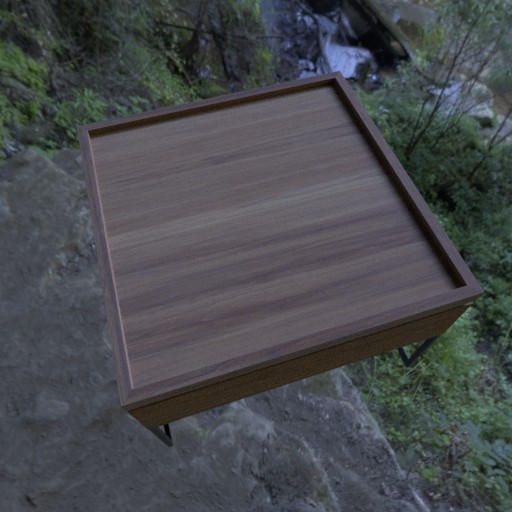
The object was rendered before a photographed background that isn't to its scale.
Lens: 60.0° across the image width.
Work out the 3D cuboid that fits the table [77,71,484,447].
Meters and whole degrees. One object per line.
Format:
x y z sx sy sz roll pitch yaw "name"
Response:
0.000 0.000 1.135 0.679 0.464 0.676 -15 60 -9 "table"
